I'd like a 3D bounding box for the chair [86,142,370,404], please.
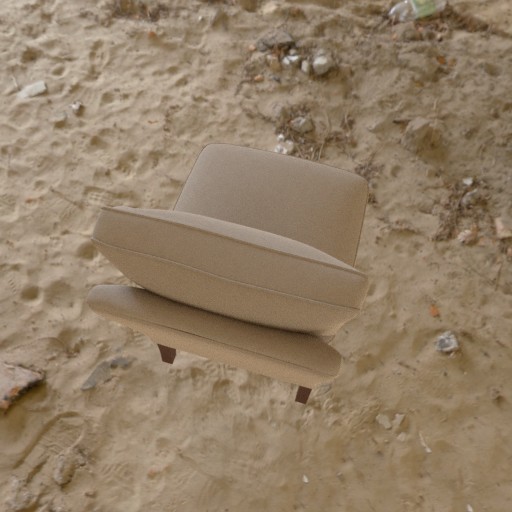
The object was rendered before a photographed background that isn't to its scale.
[{"bbox_3d":[0.000,0.000,1.654,0.724,1.052,0.912,15,63,7],"label":"chair"}]
